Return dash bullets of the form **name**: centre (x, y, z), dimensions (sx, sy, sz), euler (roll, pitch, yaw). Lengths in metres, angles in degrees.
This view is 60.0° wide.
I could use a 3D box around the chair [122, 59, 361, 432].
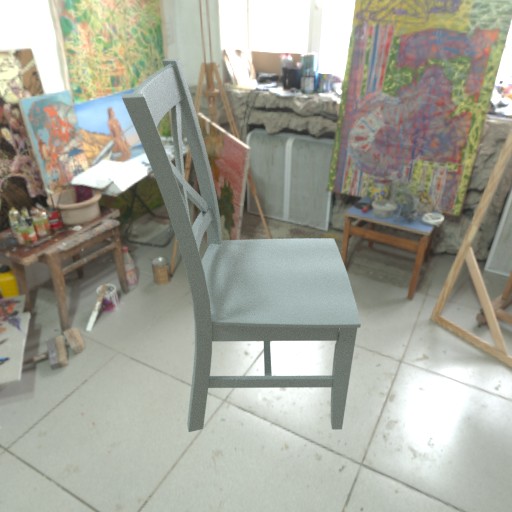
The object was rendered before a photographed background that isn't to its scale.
- **chair**: centre (0.000, 0.000, 1.278), dimensions (0.542, 0.983, 0.485), euler (0, 32, 0)
